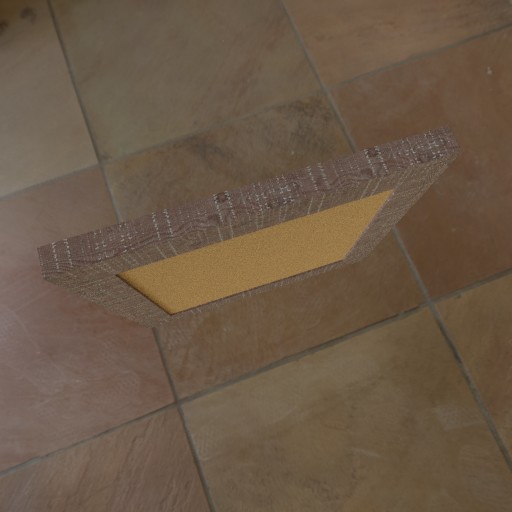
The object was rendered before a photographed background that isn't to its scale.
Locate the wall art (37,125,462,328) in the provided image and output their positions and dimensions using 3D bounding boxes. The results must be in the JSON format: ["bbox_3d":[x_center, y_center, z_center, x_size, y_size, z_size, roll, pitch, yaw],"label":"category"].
[{"bbox_3d":[0.000,0.000,0.795,0.531,0.531,0.040,-17,75,-5],"label":"wall art"}]
